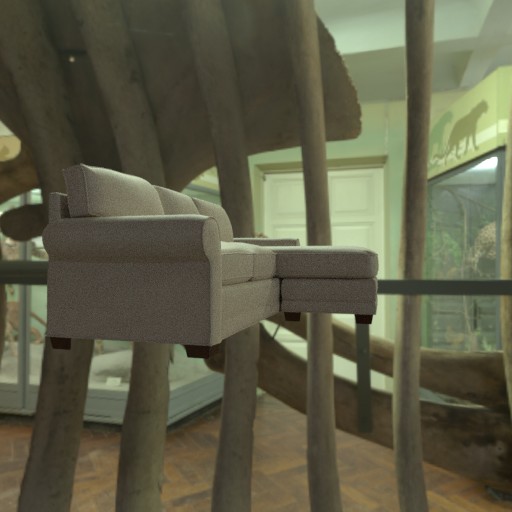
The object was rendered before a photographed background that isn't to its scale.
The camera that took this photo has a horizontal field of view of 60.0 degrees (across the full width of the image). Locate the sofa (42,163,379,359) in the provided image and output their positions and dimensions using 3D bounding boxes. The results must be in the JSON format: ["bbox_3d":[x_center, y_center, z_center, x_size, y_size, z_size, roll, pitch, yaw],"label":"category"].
[{"bbox_3d":[0.000,0.000,2.322,1.226,0.734,1.770,0,-1,16],"label":"sofa"}]
